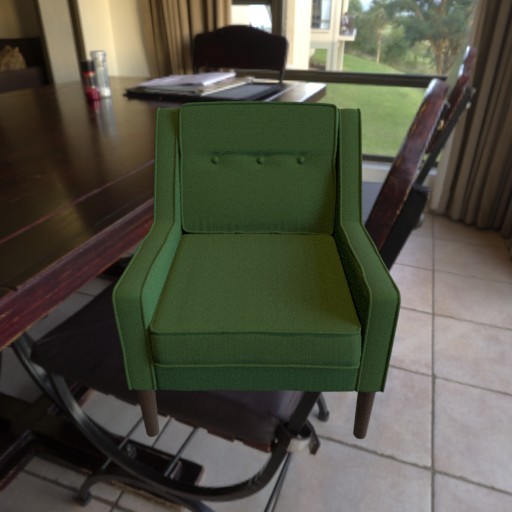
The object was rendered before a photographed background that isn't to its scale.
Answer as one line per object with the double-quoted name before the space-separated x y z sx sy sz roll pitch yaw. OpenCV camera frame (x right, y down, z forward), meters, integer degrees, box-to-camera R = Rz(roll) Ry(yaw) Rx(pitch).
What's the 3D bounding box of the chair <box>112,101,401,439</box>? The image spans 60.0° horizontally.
"chair" 0.000 0.000 1.321 0.663 0.792 0.743 0 29 1
